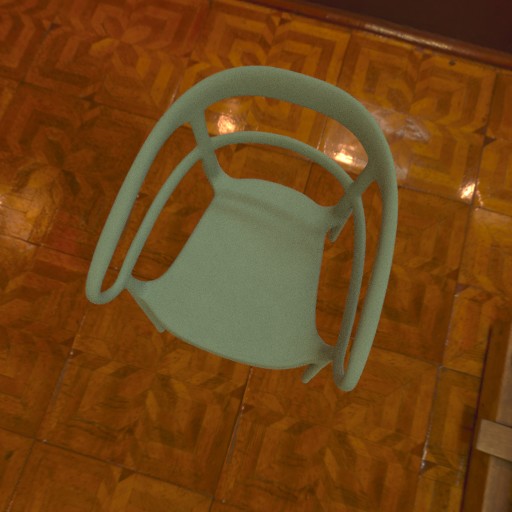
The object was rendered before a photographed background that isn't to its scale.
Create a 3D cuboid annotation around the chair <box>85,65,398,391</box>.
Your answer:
[{"bbox_3d":[0.000,0.000,1.125,0.559,0.761,0.527,18,76,5],"label":"chair"}]
